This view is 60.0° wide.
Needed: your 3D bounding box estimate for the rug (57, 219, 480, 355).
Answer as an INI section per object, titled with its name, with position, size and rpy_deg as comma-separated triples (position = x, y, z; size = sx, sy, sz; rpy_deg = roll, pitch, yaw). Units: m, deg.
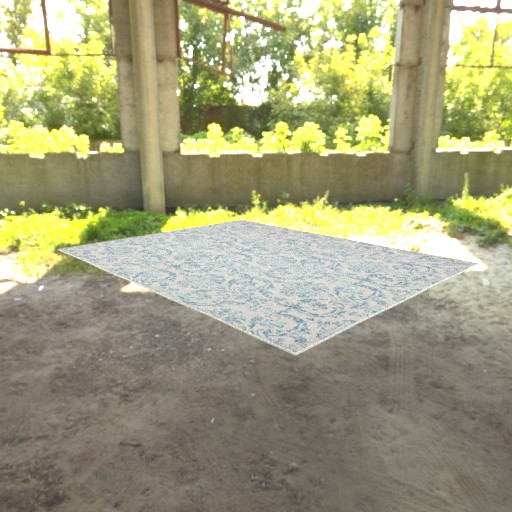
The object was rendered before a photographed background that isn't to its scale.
[rug]
position = 0.000, 0.000, 3.959
size = 2.363, 0.012, 2.980
rpy_deg = -14, 20, -42
